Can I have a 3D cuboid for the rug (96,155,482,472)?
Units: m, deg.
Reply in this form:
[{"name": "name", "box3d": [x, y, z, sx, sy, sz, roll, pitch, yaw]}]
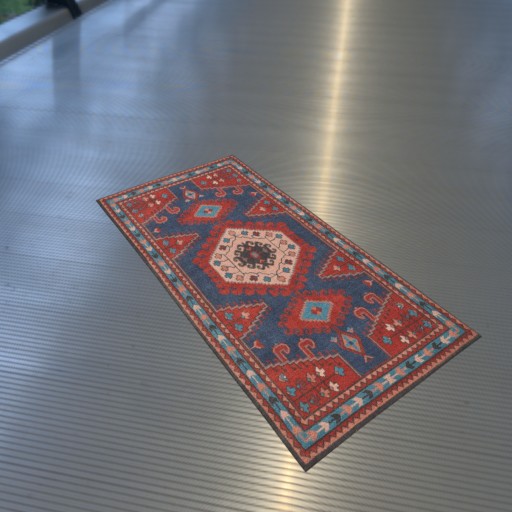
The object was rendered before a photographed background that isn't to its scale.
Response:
[{"name": "rug", "box3d": [0.000, 0.000, 3.527, 1.522, 0.034, 3.032, -25, 47, -26]}]
